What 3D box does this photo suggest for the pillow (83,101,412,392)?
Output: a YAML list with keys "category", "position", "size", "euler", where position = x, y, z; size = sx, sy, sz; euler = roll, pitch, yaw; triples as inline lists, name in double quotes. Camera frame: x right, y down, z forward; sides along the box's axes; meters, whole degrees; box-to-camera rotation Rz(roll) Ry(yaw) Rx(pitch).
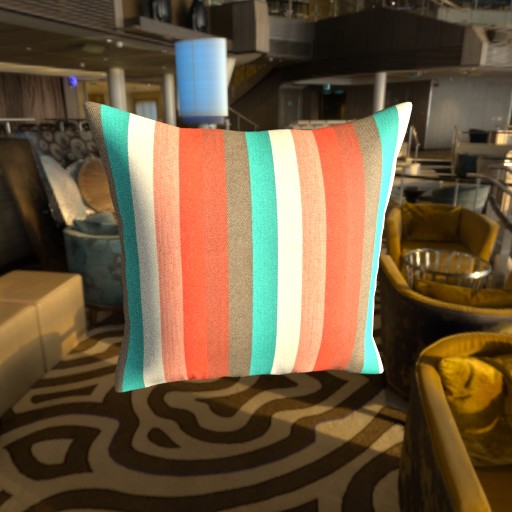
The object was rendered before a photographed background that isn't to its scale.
- category: "pillow"
  position: [0.000, 0.000, 0.672]
  size: [0.453, 0.443, 0.168]
  euler: [-3, 17, -8]
